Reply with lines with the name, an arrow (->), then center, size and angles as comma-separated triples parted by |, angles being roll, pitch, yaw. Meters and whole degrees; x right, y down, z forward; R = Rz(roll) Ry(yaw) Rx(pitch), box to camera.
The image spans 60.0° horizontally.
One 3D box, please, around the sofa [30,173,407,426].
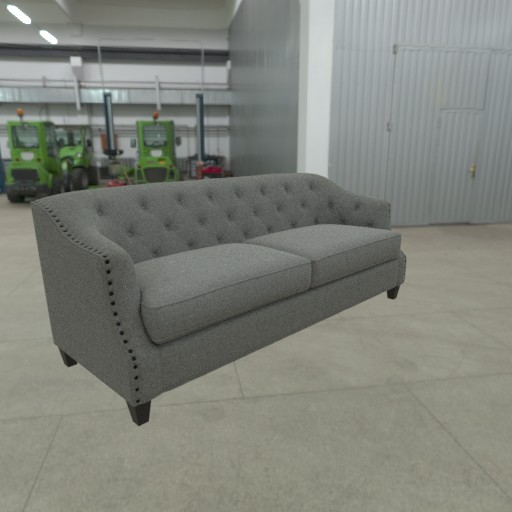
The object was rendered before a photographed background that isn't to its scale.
sofa -> 0.000, 0.000, 2.719 | 0.914, 0.901, 2.235 | 14, 20, 43
